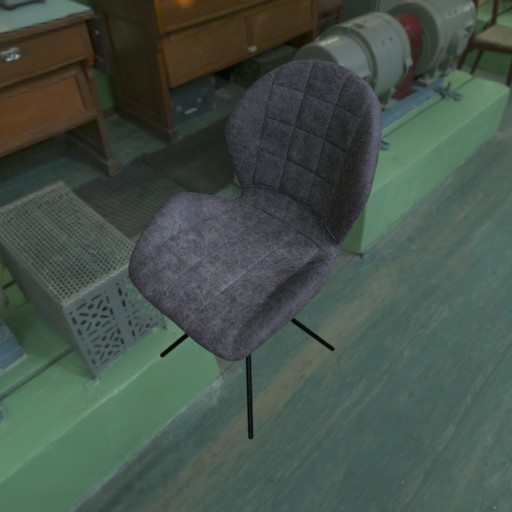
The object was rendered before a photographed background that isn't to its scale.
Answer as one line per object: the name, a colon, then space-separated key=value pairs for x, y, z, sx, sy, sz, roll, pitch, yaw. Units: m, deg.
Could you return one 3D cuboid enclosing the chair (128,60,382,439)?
chair: x=0.000 y=0.000 z=1.292 sx=0.527 sy=0.934 sz=0.640 roll=33 pitch=54 yaw=28
